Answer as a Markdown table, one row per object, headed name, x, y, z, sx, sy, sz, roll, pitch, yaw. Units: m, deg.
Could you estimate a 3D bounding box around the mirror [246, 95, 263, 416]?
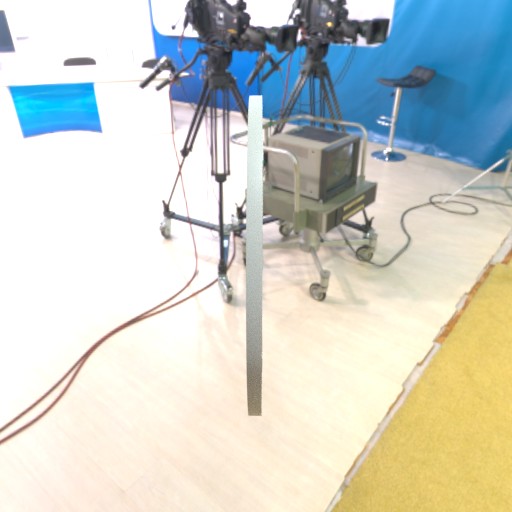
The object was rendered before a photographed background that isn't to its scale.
| name | x | y | z | sx | sy | sz | roll | pitch | yaw |
| --- | --- | --- | --- | --- | --- | --- | --- | --- | --- |
| mirror | 0.000 | 0.000 | 1.345 | 0.038 | 0.914 | 0.914 | 0 | 32 | 0 |
